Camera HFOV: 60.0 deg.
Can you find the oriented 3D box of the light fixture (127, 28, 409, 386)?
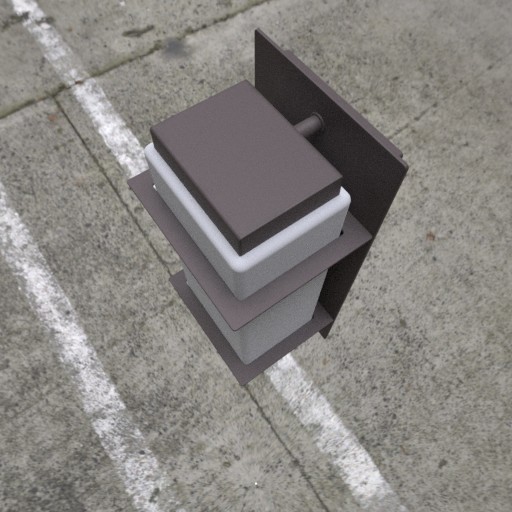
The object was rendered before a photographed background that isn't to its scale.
[{"bbox_3d":[0.000,0.000,0.427,0.146,0.347,0.153,-32,67,-15],"label":"light fixture"}]
